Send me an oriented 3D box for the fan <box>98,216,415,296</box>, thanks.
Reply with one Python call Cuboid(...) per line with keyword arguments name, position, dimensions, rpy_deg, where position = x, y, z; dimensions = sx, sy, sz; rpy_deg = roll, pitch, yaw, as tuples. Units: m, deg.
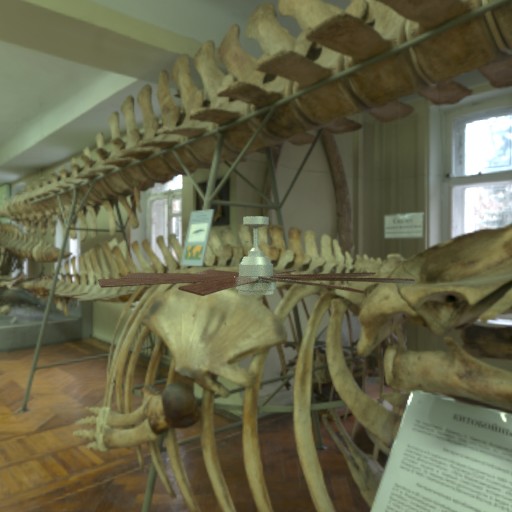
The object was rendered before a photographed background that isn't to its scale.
Cuboid(name="fan", position=(0.000, 0.000, 2.711), dimensions=(1.830, 0.472, 1.830), rpy_deg=(0, 1, 17))
